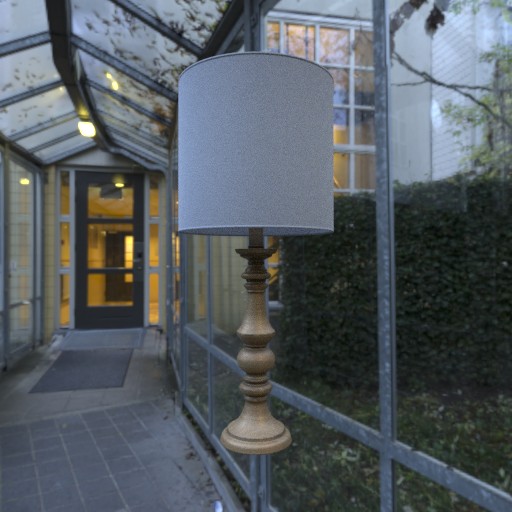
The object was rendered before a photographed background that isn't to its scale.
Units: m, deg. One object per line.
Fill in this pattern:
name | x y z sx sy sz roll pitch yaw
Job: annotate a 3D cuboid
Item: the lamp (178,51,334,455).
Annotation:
lamp | 0.000 0.000 0.723 0.250 0.597 0.250 0 0 -16
